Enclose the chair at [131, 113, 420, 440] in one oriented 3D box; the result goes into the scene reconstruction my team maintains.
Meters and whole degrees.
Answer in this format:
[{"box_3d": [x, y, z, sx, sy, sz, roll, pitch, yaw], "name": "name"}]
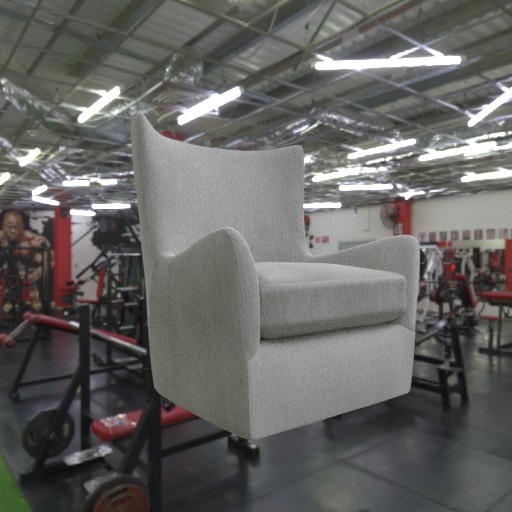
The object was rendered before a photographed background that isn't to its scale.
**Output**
[{"box_3d": [0.000, 0.000, 1.628, 0.779, 1.000, 0.904, 0, 0, -36], "name": "chair"}]
